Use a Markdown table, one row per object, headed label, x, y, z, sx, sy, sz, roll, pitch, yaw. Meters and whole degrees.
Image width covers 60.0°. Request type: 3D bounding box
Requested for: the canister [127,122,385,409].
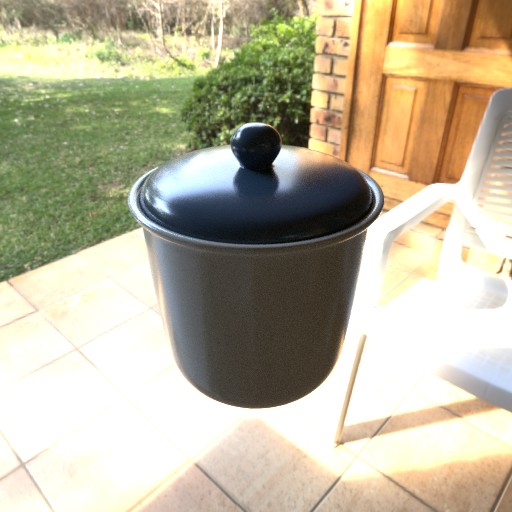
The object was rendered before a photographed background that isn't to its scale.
| label | x | y | z | sx | sy | sz | roll | pitch | yaw |
| --- | --- | --- | --- | --- | --- | --- | --- | --- | --- |
| canister | 0.000 | 0.000 | 0.353 | 0.182 | 0.208 | 0.182 | 0 | 31 | 0 |
